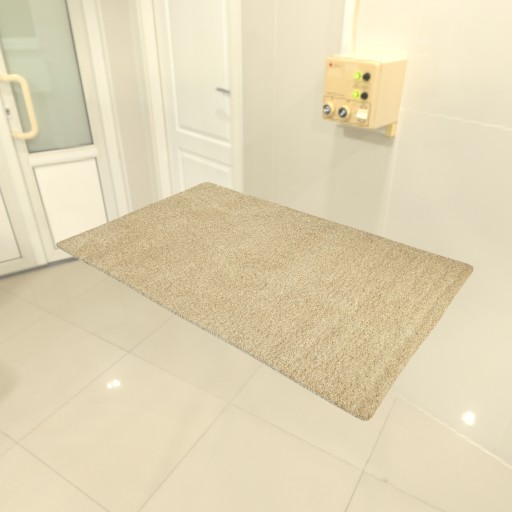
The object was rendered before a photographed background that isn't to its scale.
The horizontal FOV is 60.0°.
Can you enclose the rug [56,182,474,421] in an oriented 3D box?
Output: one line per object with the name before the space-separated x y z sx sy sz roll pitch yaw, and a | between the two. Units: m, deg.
rug | 0.000 0.000 2.921 2.349 0.025 1.500 22 37 32
